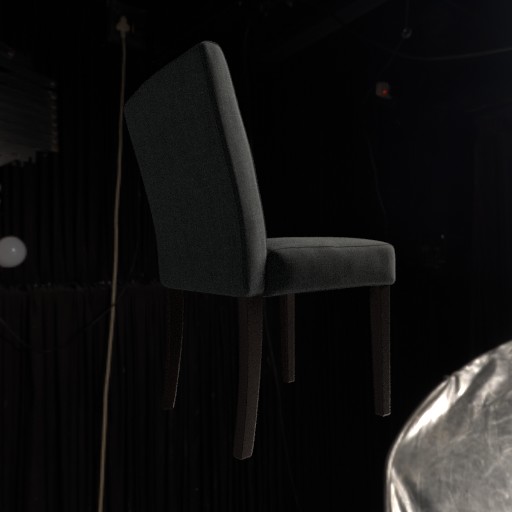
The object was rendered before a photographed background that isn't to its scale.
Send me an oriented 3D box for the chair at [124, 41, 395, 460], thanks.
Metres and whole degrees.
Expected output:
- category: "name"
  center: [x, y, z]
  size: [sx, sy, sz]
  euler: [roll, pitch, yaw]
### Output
- category: "chair"
  center: [0.000, 0.000, 1.234]
  size: [0.629, 0.884, 0.487]
  euler: [0, 0, -36]
